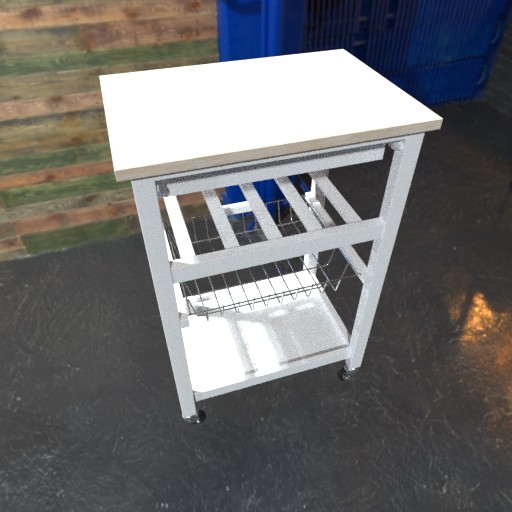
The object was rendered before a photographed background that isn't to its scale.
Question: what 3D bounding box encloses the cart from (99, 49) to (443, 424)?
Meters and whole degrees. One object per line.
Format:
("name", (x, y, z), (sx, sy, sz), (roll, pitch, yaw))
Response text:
("cart", (0.000, 0.000, 1.163), (0.578, 0.857, 0.406), (-12, 44, -13))
